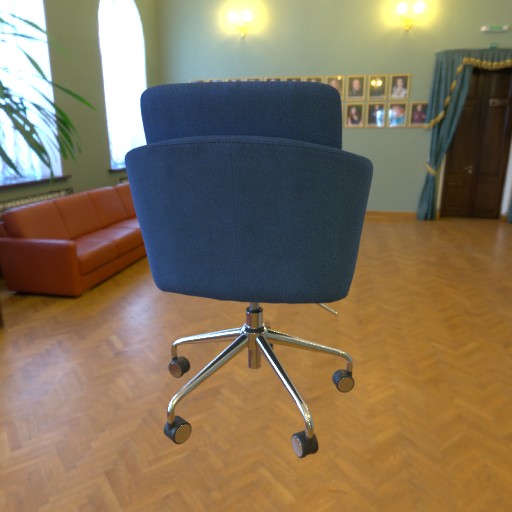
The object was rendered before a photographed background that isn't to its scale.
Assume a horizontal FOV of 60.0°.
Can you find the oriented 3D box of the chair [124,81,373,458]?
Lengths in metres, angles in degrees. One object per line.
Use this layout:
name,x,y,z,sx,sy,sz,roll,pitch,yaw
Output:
chair,0.000,0.000,1.314,0.641,0.908,0.635,2,15,9
